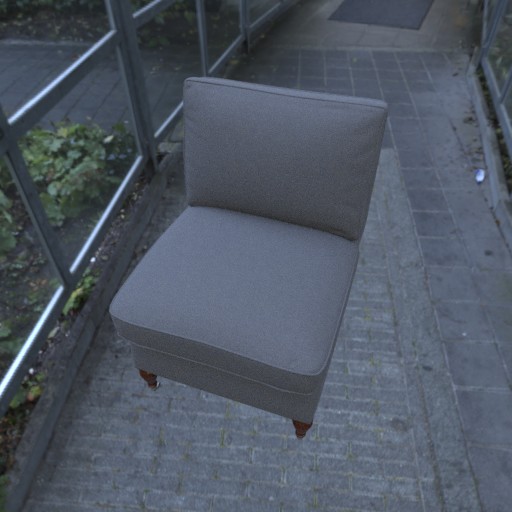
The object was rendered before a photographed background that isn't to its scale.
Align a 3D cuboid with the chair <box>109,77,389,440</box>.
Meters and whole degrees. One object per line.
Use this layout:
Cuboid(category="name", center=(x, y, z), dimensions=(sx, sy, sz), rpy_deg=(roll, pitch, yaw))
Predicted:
Cuboid(category="chair", center=(0.000, 0.000, 1.641), dimensions=(0.724, 1.045, 0.924), rpy_deg=(14, 45, 14))
